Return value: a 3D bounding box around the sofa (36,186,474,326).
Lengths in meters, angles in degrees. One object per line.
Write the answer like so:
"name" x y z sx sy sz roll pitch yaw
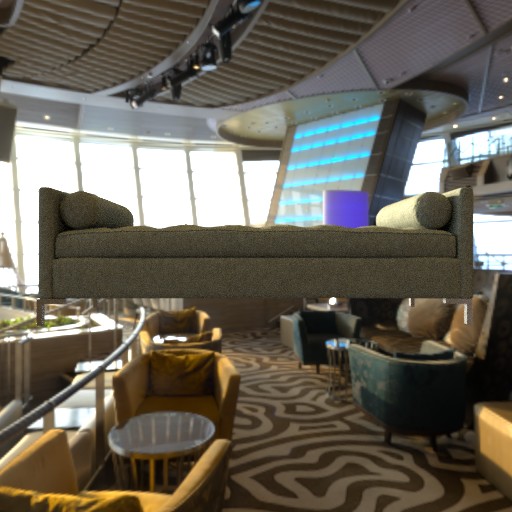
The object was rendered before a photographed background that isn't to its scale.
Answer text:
"sofa" 0.000 0.000 2.486 2.102 0.657 0.797 0 0 -1
